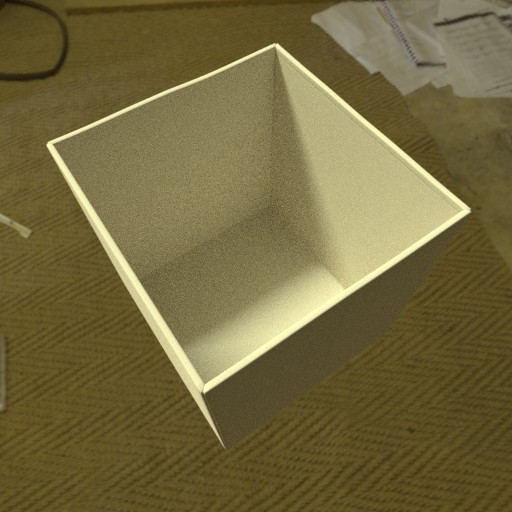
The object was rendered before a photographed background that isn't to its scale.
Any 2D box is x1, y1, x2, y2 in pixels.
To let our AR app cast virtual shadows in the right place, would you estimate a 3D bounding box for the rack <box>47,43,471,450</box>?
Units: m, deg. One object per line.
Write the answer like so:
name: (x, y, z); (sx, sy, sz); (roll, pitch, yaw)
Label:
rack: (0.000, 0.000, 0.492); (0.270, 0.280, 0.270); (-31, 64, -17)
